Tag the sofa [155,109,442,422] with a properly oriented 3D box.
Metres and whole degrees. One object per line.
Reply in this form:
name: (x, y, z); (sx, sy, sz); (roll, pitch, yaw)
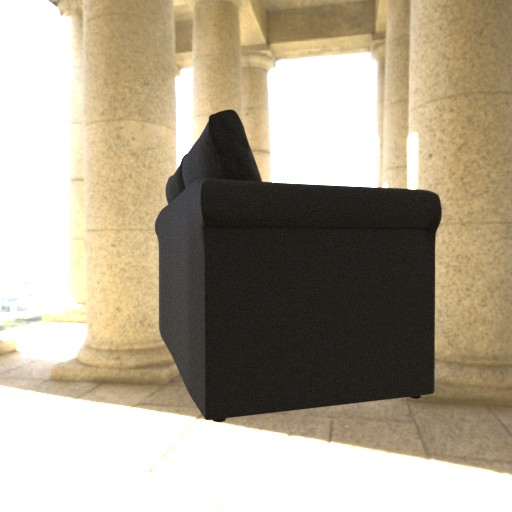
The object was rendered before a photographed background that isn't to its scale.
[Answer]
sofa: (0.000, 0.000, 1.914); (0.741, 0.872, 1.460); (0, 1, -17)
